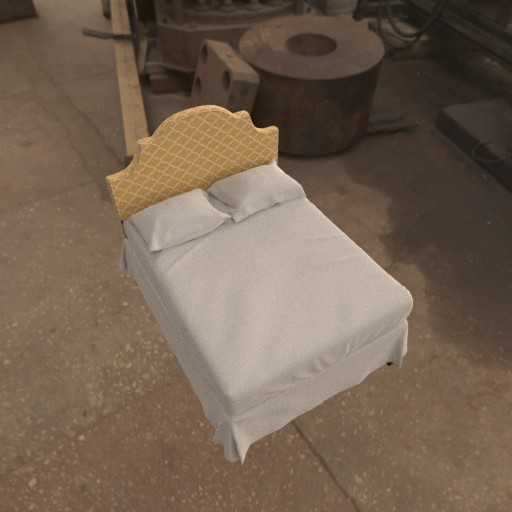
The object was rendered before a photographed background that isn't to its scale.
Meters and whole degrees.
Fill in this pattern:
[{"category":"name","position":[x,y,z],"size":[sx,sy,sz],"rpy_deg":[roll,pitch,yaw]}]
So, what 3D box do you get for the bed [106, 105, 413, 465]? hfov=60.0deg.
[{"category":"bed","position":[0.000,0.000,3.482],"size":[1.780,1.633,2.222],"rpy_deg":[-23,50,-21]}]
